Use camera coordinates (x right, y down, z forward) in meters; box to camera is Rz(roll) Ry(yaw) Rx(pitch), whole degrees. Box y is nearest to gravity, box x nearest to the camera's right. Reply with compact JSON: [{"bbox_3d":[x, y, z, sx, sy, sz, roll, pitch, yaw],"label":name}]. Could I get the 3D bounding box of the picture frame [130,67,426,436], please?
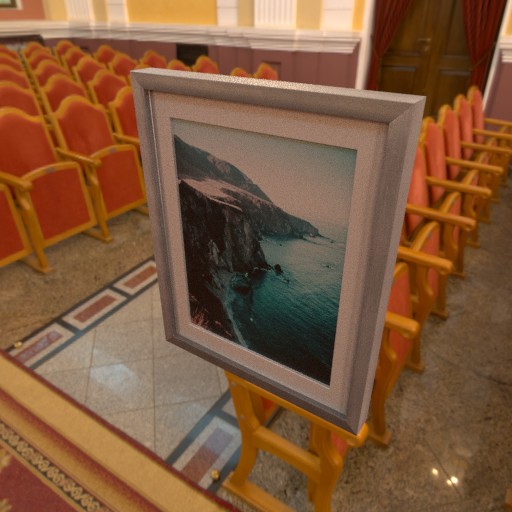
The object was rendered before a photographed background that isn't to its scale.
[{"bbox_3d":[0.000,0.000,0.750,0.449,0.555,0.046,18,35,29],"label":"picture frame"}]
